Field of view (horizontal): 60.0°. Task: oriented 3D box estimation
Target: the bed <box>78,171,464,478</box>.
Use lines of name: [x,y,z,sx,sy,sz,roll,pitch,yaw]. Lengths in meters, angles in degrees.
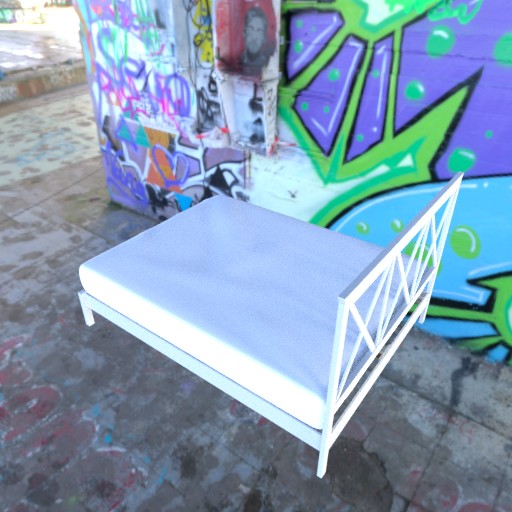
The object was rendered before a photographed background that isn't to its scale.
bed: [0.000,0.000,3.198,2.135,1.253,1.673,22,38,30]
